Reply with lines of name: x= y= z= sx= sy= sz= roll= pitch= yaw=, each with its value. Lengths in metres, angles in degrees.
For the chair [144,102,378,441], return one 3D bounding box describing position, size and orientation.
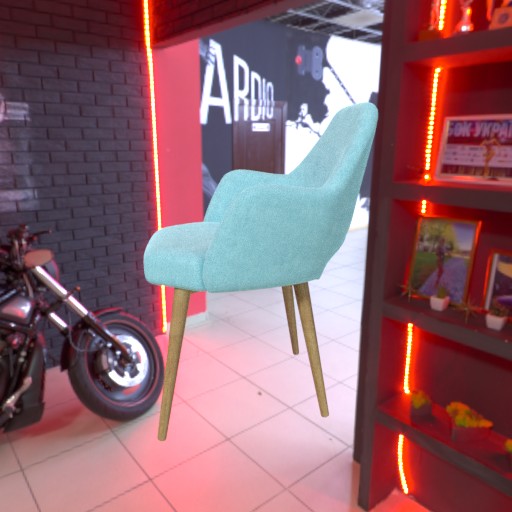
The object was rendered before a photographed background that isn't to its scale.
chair: x=0.000 y=0.000 z=1.282 sx=0.610 sy=0.840 sz=0.590 roll=-2 pitch=14 yaw=-7
